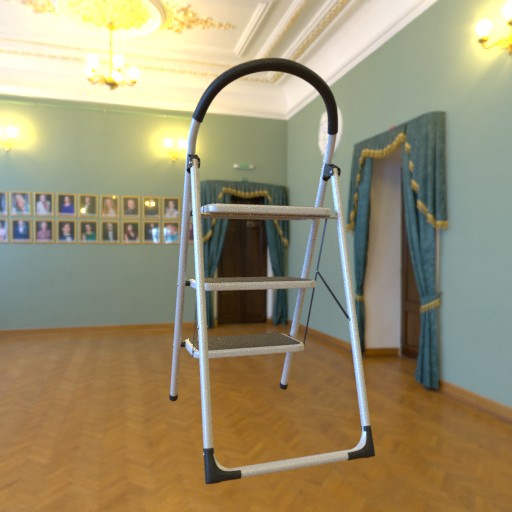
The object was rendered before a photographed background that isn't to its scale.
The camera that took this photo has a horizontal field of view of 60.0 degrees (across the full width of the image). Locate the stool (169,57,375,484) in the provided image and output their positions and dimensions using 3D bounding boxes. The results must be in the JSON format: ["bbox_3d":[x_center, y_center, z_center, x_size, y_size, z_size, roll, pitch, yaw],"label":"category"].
[{"bbox_3d":[0.000,0.000,1.459,0.485,1.109,0.676,0,1,-18],"label":"stool"}]
